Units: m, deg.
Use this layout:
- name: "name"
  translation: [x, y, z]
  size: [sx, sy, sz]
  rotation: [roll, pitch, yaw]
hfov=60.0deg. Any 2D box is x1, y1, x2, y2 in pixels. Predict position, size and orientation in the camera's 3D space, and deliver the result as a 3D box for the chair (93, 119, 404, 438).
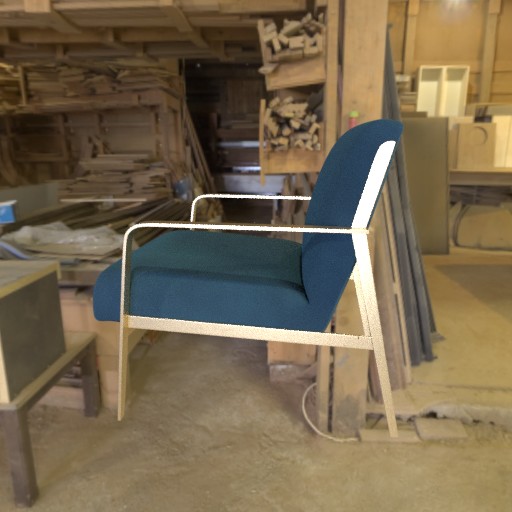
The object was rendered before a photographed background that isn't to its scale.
- name: "chair"
  translation: [0.000, 0.000, 1.453]
  size: [0.859, 0.831, 0.692]
  rotation: [2, 14, 7]
